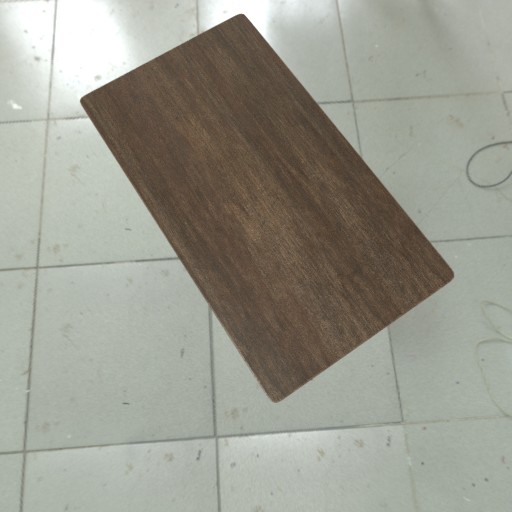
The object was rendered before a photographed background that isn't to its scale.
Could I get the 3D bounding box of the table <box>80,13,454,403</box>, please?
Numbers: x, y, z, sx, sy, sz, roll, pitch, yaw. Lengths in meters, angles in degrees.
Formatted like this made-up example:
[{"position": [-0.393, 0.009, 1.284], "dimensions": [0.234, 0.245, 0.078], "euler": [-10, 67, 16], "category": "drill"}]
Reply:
[{"position": [0.000, 0.000, 0.843], "dimensions": [0.254, 0.637, 0.450], "euler": [-32, 76, -9], "category": "table"}]
